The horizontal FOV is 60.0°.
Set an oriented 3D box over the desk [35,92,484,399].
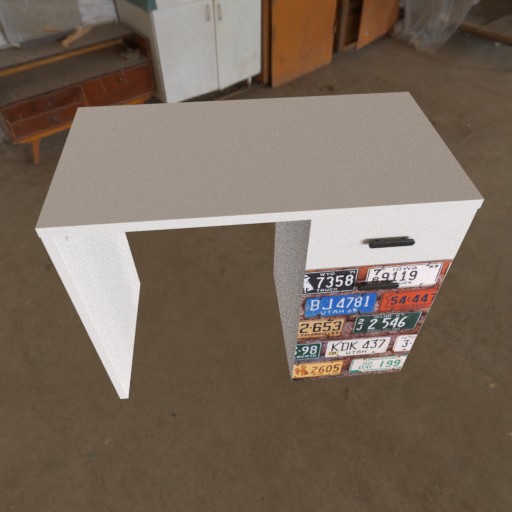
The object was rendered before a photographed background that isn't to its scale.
[{"bbox_3d":[0.000,0.000,1.302,0.898,0.730,0.482,-4,47,-4],"label":"desk"}]
